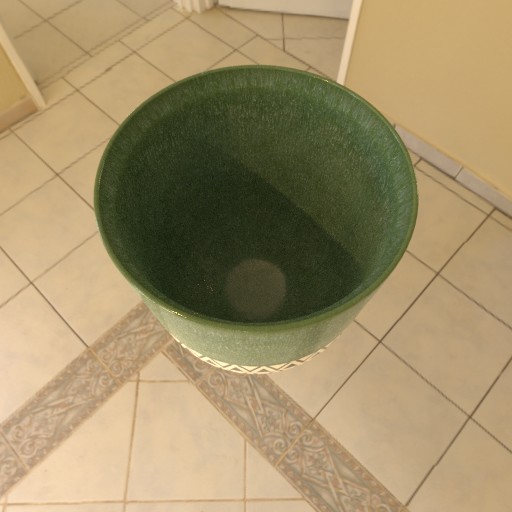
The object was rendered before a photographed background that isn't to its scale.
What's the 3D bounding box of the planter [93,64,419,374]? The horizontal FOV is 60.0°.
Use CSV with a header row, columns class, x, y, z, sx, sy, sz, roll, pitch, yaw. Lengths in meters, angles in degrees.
class,x,y,z,sx,sy,sz,roll,pitch,yaw
planter,0.000,0.000,0.363,0.195,0.214,0.195,0,63,0
